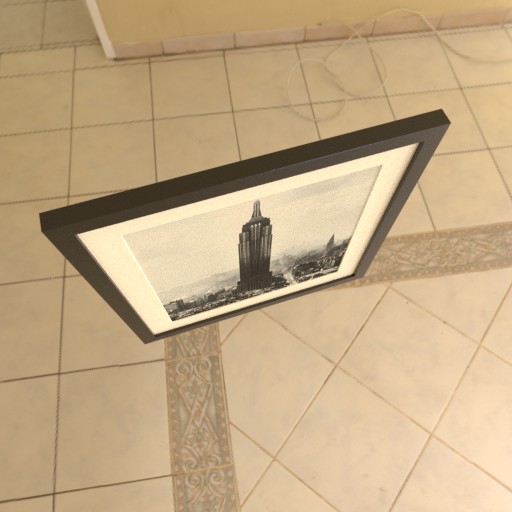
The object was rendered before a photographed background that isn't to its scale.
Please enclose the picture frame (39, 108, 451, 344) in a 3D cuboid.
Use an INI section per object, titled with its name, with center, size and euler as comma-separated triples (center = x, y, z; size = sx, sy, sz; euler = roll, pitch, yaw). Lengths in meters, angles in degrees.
[picture frame]
center = 0.000, 0.000, 0.835
size = 0.559, 0.557, 0.029
euler = -16, 66, -8
